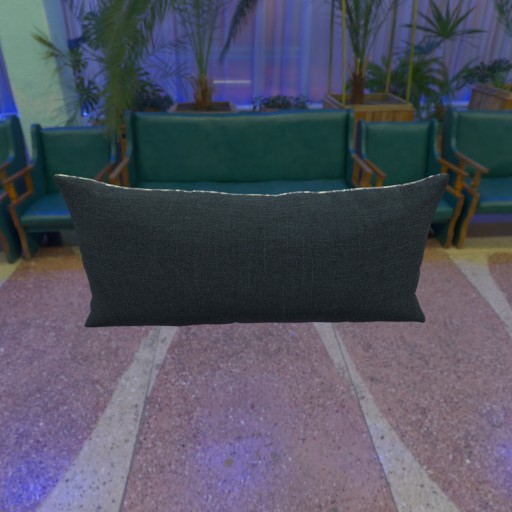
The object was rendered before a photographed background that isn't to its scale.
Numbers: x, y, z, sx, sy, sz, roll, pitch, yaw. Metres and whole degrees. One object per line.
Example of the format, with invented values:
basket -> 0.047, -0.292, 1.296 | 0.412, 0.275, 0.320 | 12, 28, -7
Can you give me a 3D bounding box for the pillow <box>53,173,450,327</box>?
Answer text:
pillow -> 0.000, 0.000, 0.751 | 0.631, 0.292, 0.148 | -1, 30, -1
